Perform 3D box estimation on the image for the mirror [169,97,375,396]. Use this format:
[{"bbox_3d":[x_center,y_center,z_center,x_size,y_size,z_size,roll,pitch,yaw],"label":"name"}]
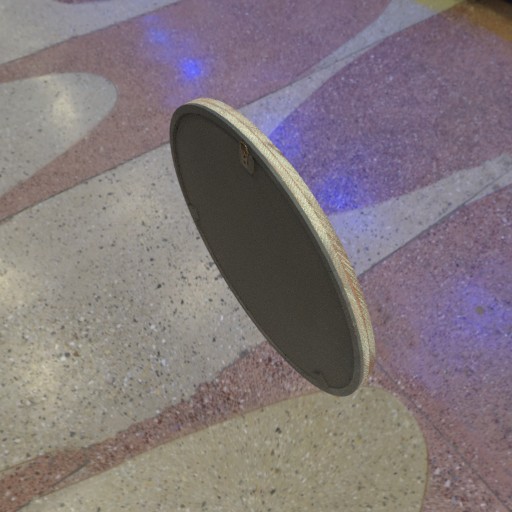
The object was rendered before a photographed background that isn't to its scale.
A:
[{"bbox_3d":[0.000,0.000,1.004,0.038,0.710,0.710,-31,64,-17],"label":"mirror"}]
